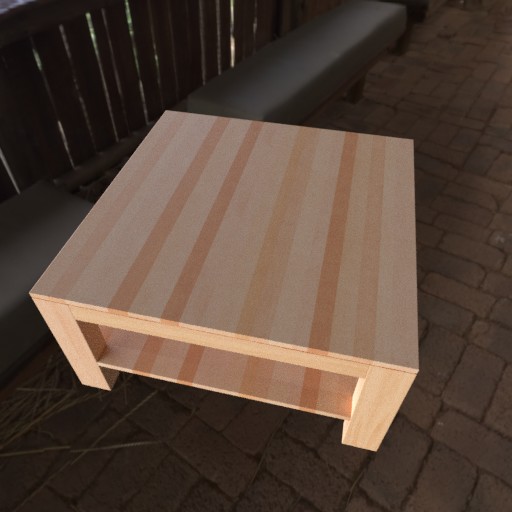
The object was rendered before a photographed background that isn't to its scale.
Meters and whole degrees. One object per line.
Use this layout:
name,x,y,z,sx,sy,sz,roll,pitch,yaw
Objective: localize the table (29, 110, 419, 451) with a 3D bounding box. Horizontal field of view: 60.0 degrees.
table,0.000,0.000,1.448,0.900,0.450,0.900,10,47,9
